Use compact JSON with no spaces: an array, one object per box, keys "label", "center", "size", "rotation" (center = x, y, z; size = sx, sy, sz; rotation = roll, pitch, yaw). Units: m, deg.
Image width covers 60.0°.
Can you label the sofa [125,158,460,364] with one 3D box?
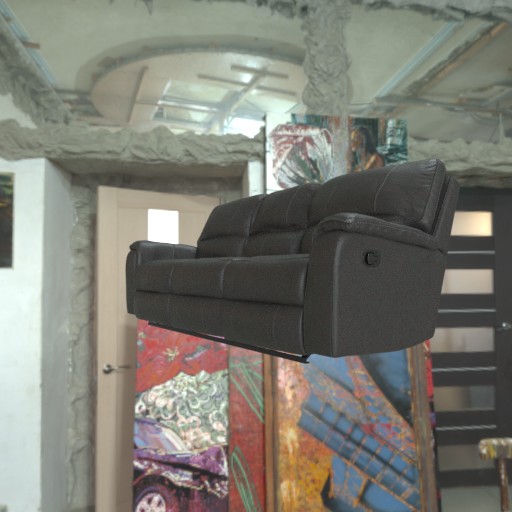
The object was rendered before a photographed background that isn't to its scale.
[{"label":"sofa","center":[0.000,0.000,3.235],"size":[1.104,1.134,2.627],"rotation":[1,-2,-37]}]
